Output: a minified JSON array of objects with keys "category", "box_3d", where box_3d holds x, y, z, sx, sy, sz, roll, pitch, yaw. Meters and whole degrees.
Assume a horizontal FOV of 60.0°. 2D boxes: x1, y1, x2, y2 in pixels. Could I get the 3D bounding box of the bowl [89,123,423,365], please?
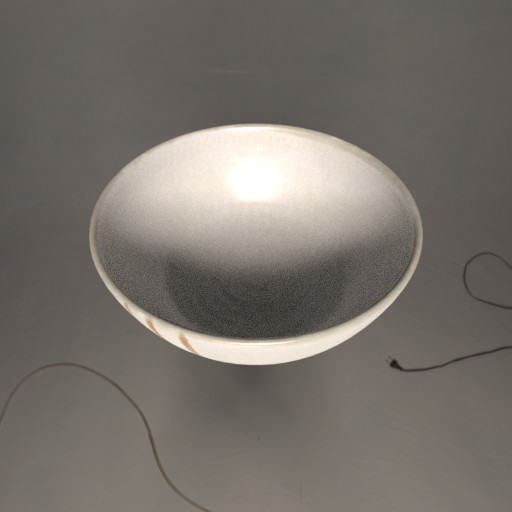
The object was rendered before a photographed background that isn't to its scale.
[{"category":"bowl","box_3d":[0.000,0.000,0.410,0.268,0.121,0.268,0,46,0]}]
